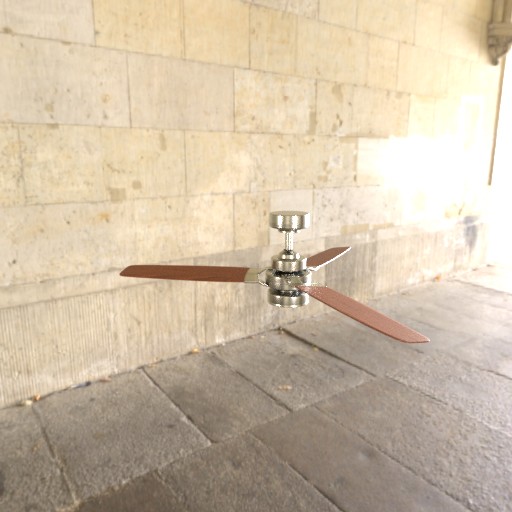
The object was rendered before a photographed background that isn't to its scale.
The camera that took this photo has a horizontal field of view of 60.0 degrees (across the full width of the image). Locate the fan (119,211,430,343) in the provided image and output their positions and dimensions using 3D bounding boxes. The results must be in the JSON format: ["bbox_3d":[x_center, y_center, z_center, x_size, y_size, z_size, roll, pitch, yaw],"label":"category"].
[{"bbox_3d":[0.000,0.000,2.031,1.271,0.410,1.416,2,13,9],"label":"fan"}]
